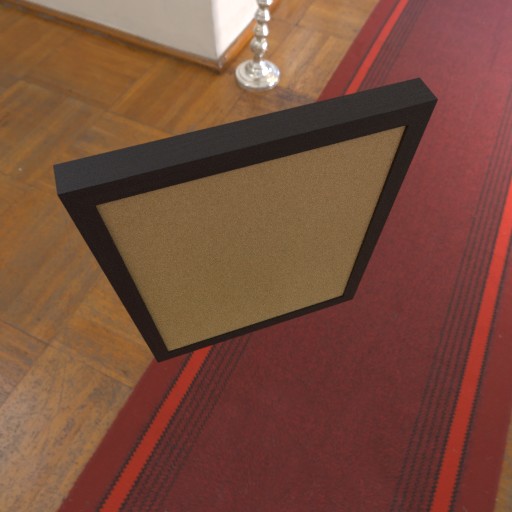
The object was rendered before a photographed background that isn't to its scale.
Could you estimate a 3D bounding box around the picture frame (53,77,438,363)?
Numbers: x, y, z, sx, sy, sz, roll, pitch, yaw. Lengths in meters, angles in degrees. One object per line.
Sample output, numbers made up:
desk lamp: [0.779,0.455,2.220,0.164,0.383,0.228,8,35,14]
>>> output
picture frame: [0.000,0.000,0.747,0.452,0.555,0.044,-16,60,-10]
